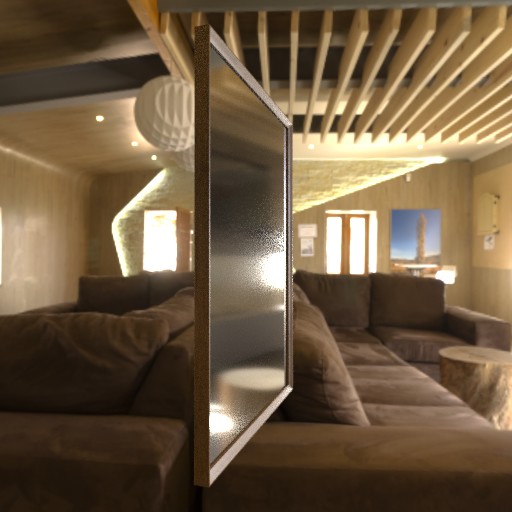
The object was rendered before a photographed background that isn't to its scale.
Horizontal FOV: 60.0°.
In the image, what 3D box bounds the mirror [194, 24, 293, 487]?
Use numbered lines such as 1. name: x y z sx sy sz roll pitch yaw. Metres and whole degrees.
1. mirror: 0.000 0.000 1.338 0.041 1.016 0.762 0 0 19
